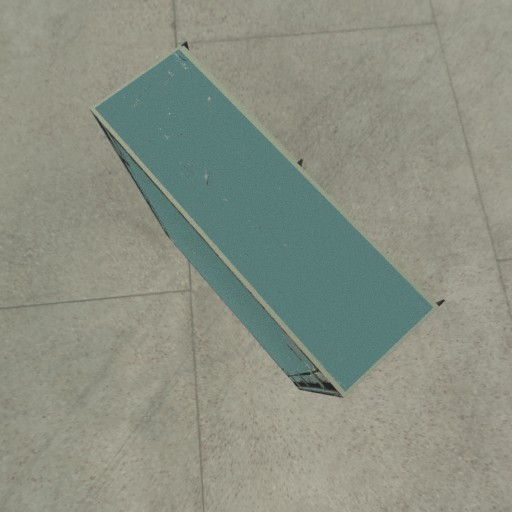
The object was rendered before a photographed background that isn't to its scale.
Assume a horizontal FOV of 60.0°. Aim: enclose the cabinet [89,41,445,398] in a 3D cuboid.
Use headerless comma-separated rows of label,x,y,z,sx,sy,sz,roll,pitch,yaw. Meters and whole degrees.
cabinet,0.000,0.000,3.317,0.680,2.160,2.000,-40,78,-10
